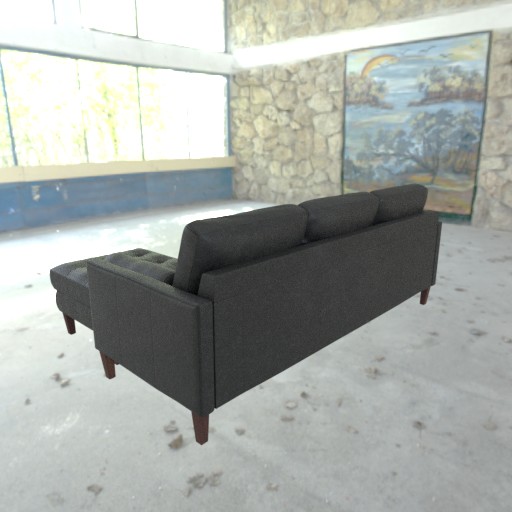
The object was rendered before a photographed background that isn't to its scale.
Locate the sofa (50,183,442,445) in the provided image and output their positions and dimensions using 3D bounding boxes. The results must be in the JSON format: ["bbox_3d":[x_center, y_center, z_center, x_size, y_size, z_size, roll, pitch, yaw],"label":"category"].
[{"bbox_3d":[0.000,0.000,2.823,1.497,0.876,2.178,14,20,42],"label":"sofa"}]
